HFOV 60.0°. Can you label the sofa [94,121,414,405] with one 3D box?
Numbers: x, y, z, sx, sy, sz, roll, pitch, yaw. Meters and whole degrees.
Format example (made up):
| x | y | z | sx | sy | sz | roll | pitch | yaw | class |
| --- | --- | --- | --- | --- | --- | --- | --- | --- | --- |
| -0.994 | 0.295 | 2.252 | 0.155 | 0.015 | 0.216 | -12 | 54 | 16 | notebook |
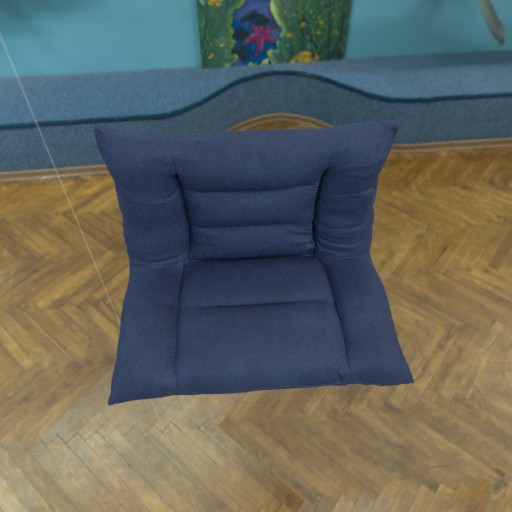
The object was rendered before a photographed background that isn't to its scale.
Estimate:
| x | y | z | sx | sy | sz | roll | pitch | yaw | class |
| --- | --- | --- | --- | --- | --- | --- | --- | --- | --- |
| 0.000 | 0.000 | 1.677 | 1.122 | 0.778 | 0.849 | -3 | 48 | -3 | sofa |
